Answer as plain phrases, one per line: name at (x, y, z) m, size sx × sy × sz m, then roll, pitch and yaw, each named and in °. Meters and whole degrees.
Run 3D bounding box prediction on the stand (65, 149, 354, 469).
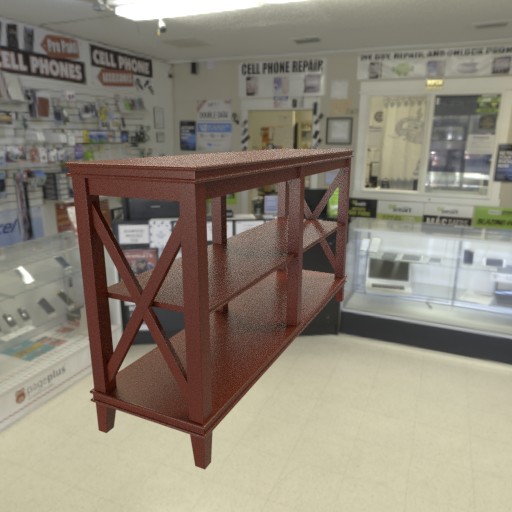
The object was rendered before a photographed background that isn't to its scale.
stand at (0.000, 0.000, 1.699) m, size 0.381 × 0.762 × 1.372 m, roll 7°, pitch 17°, yaw 25°
